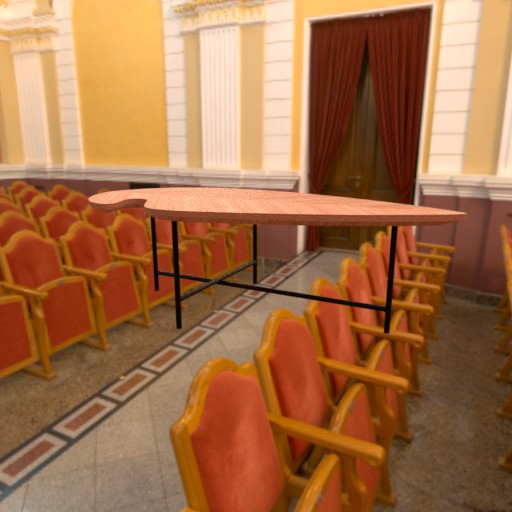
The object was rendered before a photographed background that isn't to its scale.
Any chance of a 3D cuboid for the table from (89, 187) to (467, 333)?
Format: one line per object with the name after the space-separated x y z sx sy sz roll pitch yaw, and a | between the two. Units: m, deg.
0.000 0.000 1.431 1.199 0.360 0.598 7 16 26 | table
